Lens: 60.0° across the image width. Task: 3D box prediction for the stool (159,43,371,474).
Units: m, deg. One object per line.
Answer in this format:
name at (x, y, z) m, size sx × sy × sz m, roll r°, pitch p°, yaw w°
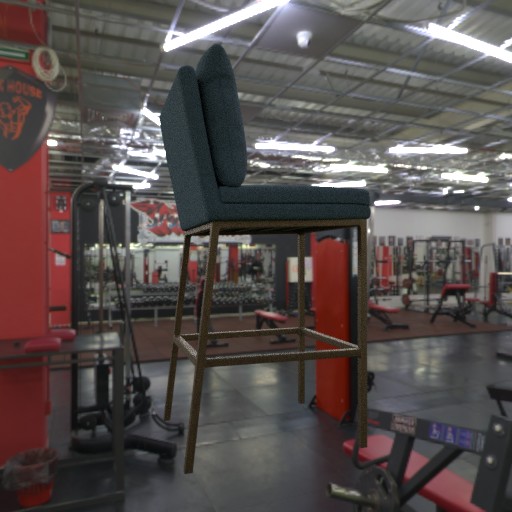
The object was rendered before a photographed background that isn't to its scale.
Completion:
stool at (0.000, 0.000, 1.426) m, size 0.568 × 1.124 × 0.463 m, roll 0°, pitch -1°, yaw -19°
